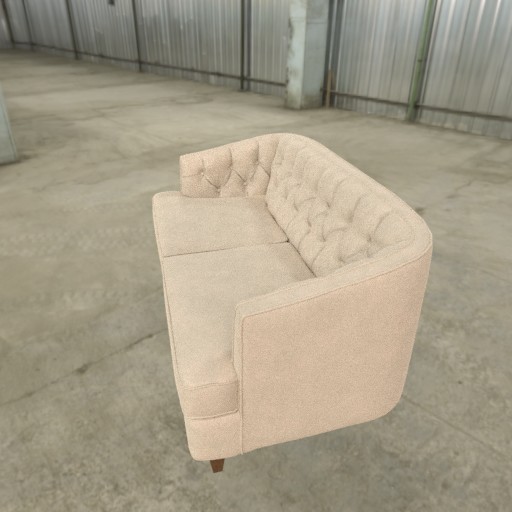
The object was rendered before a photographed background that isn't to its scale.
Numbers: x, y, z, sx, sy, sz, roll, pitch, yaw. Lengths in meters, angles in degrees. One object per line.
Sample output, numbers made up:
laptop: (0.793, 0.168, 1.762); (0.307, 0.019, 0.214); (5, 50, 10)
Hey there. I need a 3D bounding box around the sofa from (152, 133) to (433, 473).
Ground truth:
sofa: (0.000, 0.000, 2.198); (0.940, 0.878, 1.731); (-7, 30, -13)
